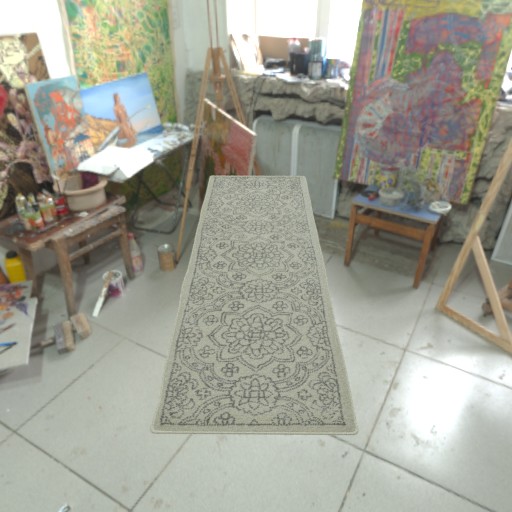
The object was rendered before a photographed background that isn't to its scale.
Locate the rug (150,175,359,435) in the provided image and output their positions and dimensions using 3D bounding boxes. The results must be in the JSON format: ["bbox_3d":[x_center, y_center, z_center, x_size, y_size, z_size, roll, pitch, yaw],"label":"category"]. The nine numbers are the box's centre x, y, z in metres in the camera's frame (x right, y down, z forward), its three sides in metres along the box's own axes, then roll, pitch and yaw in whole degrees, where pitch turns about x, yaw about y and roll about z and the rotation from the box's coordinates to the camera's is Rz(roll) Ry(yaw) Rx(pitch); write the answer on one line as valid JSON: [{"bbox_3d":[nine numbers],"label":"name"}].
[{"bbox_3d":[0.000,0.000,2.677,0.806,0.006,2.431,0,33,0],"label":"rug"}]
